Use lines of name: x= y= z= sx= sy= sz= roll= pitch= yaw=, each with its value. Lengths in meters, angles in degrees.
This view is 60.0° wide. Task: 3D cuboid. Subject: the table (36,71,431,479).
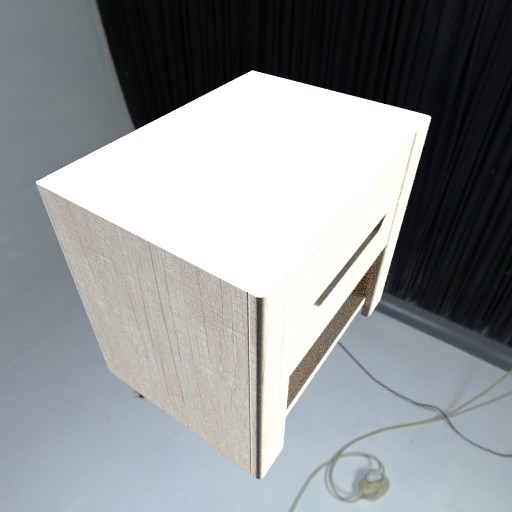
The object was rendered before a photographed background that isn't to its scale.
table: x=0.000 y=0.000 z=0.928 sx=0.420 sy=0.510 sz=0.570 roll=25 pitch=48 yaw=25
